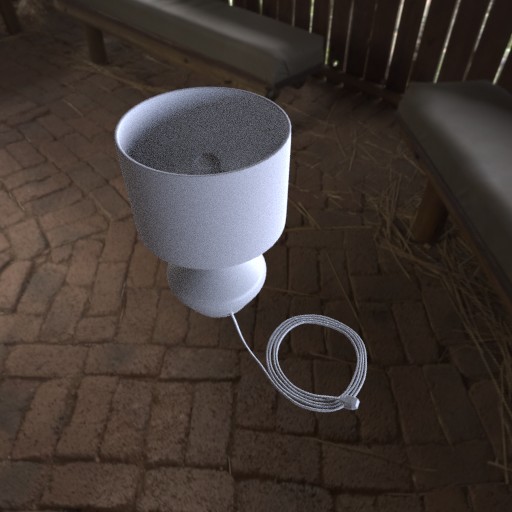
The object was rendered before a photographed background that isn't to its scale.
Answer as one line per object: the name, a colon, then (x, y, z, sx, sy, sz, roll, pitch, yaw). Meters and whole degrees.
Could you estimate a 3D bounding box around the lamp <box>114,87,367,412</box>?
lamp: (0.000, 0.000, 0.867, 0.401, 0.457, 0.546, -17, 48, -16)
